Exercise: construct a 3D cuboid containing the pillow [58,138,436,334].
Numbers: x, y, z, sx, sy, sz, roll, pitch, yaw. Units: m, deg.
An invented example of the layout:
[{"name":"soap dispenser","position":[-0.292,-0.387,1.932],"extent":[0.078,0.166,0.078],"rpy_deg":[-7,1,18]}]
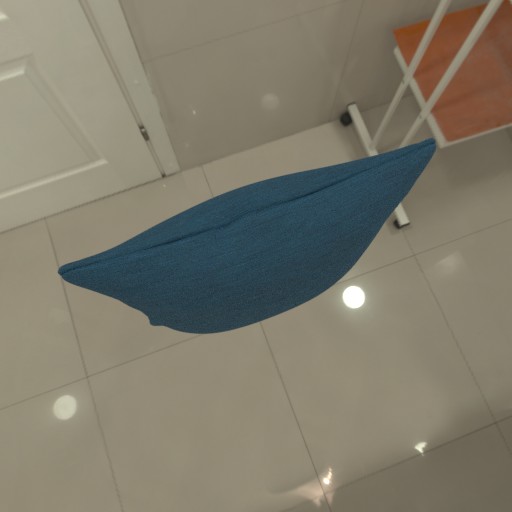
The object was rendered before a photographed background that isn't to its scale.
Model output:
[{"name":"pillow","position":[0.000,0.000,0.674],"extent":[0.437,0.420,0.177],"rpy_deg":[-20,76,-5]}]
